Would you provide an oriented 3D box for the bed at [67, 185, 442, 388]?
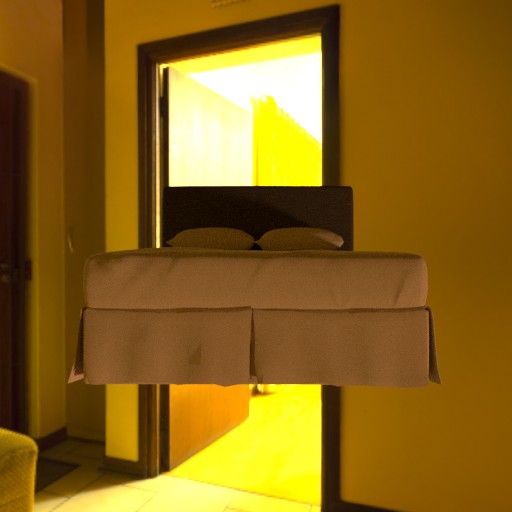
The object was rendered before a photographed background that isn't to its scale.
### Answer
[{"bbox_3d":[0.000,0.000,3.240,1.884,1.330,2.142,0,0,1],"label":"bed"}]
